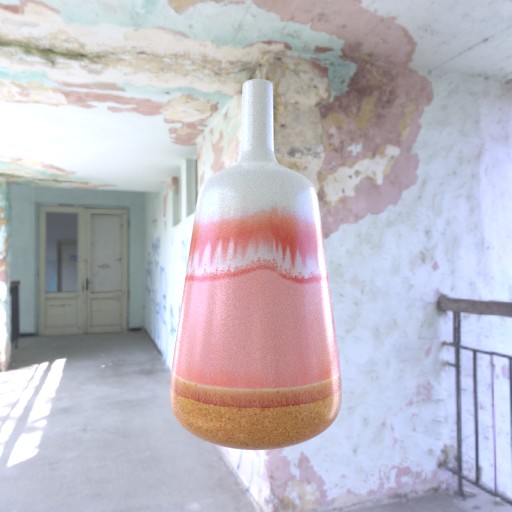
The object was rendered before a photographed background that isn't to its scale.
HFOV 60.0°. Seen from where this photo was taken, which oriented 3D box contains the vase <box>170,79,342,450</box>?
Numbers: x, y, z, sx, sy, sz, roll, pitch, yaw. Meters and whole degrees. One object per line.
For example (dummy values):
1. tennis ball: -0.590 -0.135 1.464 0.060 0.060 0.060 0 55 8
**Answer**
1. vase: 0.000 0.000 0.381 0.144 0.296 0.144 0 -1 0
